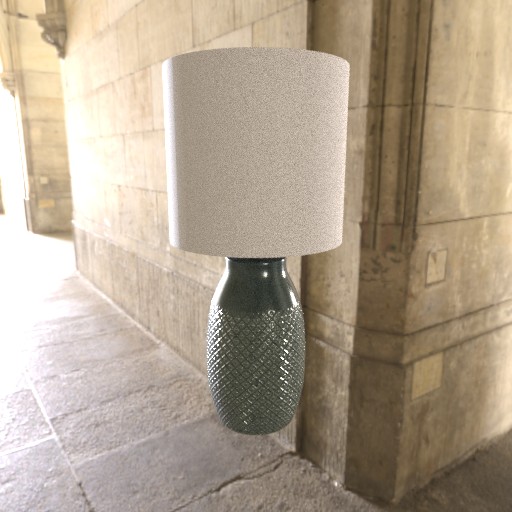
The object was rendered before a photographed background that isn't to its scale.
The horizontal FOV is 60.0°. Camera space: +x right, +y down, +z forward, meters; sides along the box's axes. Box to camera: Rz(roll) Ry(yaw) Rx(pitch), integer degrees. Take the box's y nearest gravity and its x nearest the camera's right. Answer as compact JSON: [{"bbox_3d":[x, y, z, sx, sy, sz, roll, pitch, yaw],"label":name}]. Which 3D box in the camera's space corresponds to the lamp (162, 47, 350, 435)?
[{"bbox_3d":[0.000,0.000,0.573,0.217,0.453,0.217,2,13,8],"label":"lamp"}]
